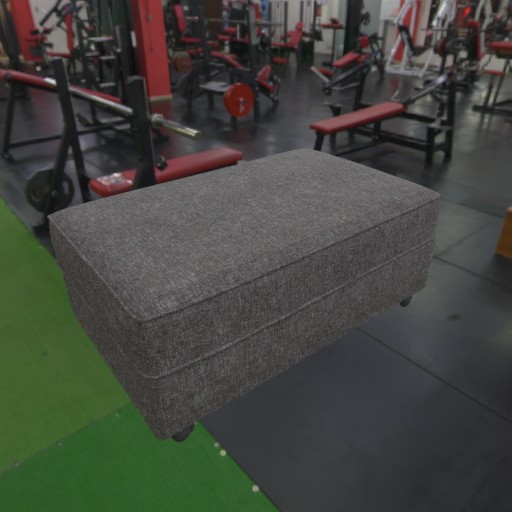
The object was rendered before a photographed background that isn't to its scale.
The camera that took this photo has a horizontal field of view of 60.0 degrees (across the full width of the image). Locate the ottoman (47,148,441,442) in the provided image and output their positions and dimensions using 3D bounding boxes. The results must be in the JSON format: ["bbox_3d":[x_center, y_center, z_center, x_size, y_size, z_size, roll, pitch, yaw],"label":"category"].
[{"bbox_3d":[0.000,0.000,1.574,1.184,0.487,0.717,-21,37,-32],"label":"ottoman"}]
